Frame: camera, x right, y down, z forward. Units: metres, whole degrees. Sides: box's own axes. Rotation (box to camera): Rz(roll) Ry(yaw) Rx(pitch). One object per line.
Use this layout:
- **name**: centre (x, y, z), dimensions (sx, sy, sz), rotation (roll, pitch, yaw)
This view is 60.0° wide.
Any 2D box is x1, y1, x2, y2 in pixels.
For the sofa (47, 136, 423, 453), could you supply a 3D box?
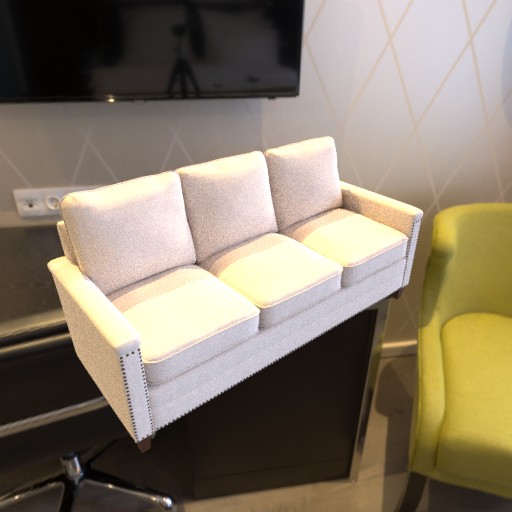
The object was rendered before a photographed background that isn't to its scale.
- **sofa**: centre (0.000, 0.000, 2.418), dimensions (1.925, 0.961, 0.828), rotation (-22, 36, -33)
